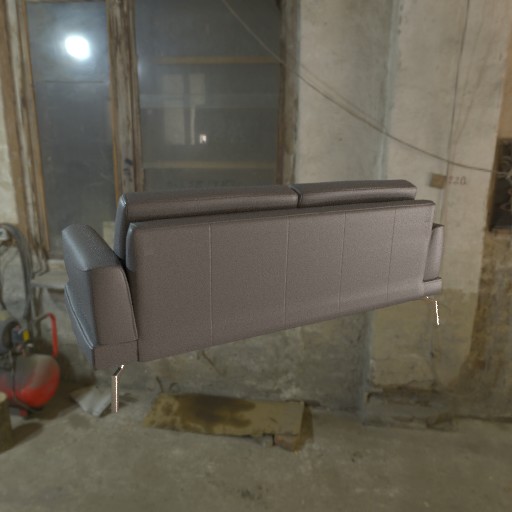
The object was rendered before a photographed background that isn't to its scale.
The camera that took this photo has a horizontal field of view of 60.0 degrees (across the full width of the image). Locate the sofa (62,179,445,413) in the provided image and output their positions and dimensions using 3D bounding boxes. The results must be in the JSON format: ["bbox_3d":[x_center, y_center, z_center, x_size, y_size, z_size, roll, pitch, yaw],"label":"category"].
[{"bbox_3d":[0.000,0.000,2.728,2.177,0.930,1.121,-7,16,-28],"label":"sofa"}]
